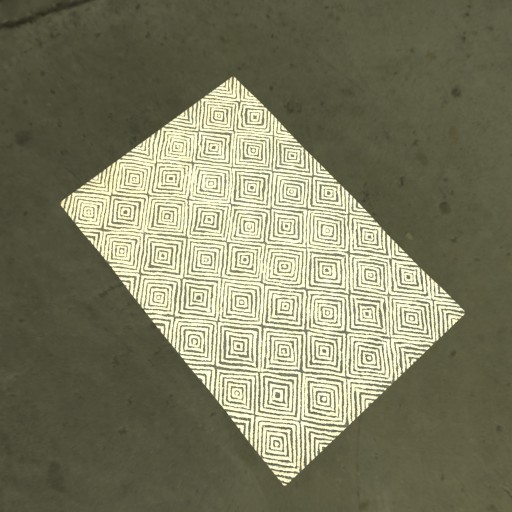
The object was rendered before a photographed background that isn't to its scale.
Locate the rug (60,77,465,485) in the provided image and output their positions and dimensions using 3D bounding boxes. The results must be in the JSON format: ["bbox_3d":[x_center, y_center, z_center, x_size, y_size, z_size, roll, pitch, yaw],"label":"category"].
[{"bbox_3d":[0.000,0.000,2.213,1.177,0.004,1.750,-40,78,-10],"label":"rug"}]
